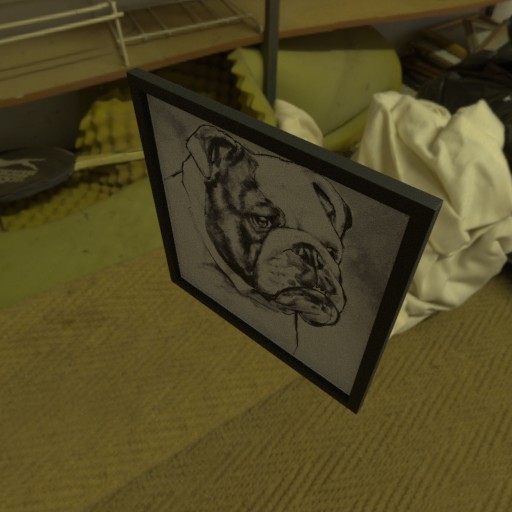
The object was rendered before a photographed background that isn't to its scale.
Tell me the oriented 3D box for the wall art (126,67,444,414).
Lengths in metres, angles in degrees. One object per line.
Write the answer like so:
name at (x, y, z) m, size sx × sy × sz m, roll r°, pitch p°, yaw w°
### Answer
wall art at (0.000, 0.000, 0.686) m, size 0.456 × 0.453 × 0.022 m, roll 31°, pitch 54°, yaw 26°
